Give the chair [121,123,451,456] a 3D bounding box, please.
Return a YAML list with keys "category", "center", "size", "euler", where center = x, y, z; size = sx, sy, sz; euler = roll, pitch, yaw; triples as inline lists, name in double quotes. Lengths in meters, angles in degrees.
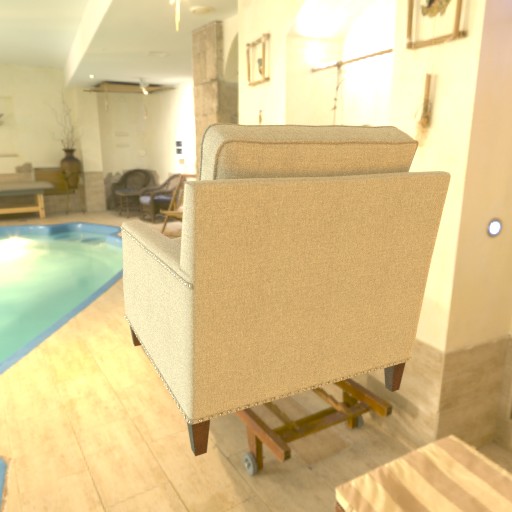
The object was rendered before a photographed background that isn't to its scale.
- category: "chair"
  center: [0.000, 0.000, 1.695]
  size: [0.853, 0.943, 1.014]
  euler: [-7, 16, -26]
